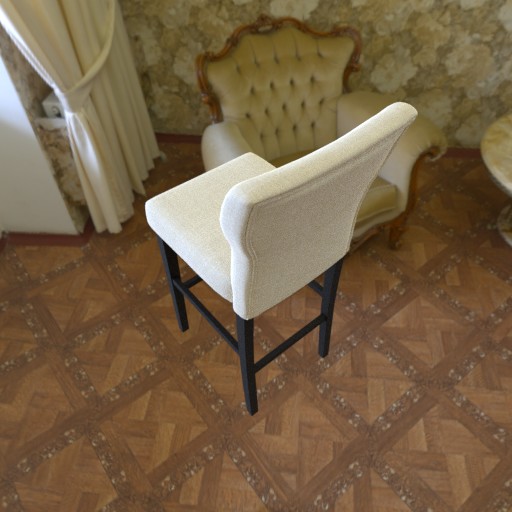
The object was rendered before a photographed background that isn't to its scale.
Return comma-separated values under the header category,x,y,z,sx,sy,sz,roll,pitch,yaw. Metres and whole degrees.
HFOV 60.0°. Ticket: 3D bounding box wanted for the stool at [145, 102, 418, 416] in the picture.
category,x,y,z,sx,sy,sz,roll,pitch,yaw
stool,0.000,0.000,1.453,0.516,1.124,0.603,-31,55,-26
